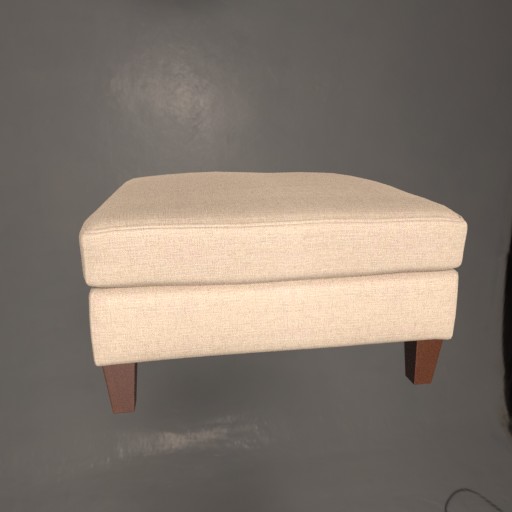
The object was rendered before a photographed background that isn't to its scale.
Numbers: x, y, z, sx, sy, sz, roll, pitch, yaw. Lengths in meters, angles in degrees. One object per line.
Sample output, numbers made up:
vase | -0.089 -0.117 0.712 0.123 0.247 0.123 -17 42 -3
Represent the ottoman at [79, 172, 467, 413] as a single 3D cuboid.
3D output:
ottoman | 0.000 0.000 1.343 0.838 0.481 0.838 -3 16 -9
